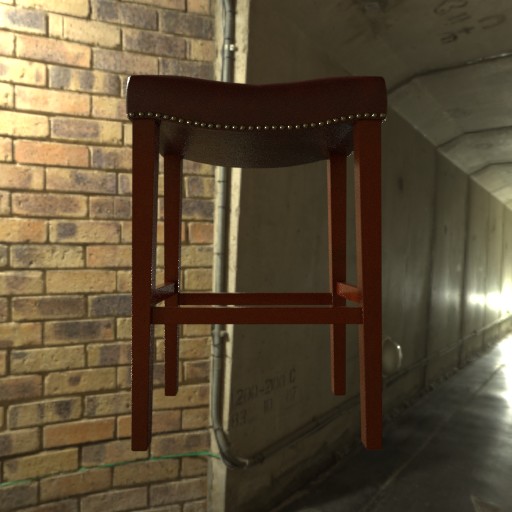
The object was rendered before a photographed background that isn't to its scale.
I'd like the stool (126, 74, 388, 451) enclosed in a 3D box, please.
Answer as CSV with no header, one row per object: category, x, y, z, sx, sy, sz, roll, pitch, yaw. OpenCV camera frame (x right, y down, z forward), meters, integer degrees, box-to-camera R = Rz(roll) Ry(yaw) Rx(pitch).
stool,0.000,0.000,1.024,0.504,0.742,0.372,0,0,-1
